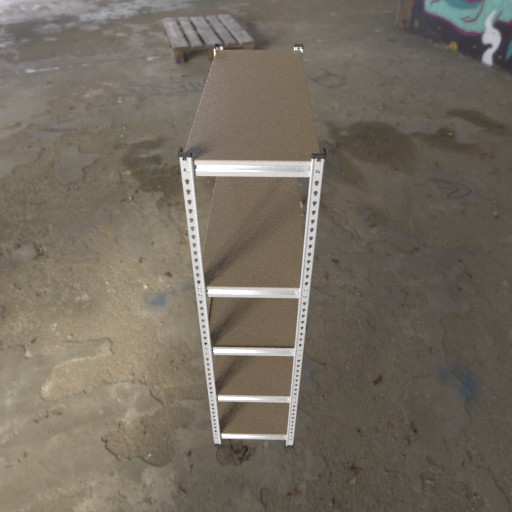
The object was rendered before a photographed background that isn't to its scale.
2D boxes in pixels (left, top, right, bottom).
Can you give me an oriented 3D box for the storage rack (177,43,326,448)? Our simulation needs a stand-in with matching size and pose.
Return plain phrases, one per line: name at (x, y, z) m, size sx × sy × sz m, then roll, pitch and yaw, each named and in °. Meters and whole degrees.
storage rack at (0.000, 0.000, 2.401) m, size 0.457 × 1.829 × 1.219 m, roll 1°, pitch 40°, yaw 1°
